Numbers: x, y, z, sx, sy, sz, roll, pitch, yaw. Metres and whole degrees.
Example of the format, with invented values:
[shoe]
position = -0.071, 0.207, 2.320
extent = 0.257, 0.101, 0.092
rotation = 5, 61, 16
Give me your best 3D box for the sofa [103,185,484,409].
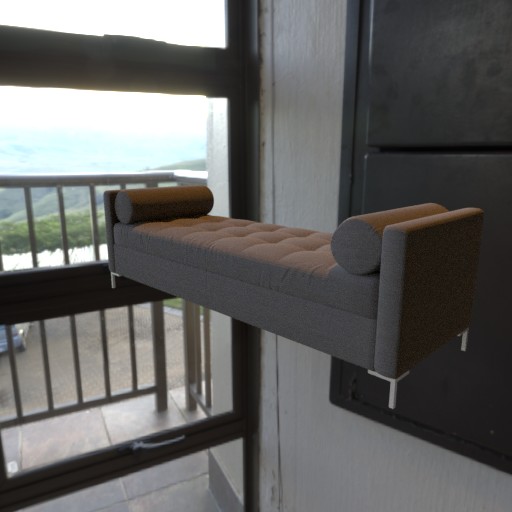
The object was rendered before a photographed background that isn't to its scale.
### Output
[sofa]
position = 0.000, 0.000, 2.330
extent = 1.981, 0.635, 0.686
rotation = 13, 18, 44
